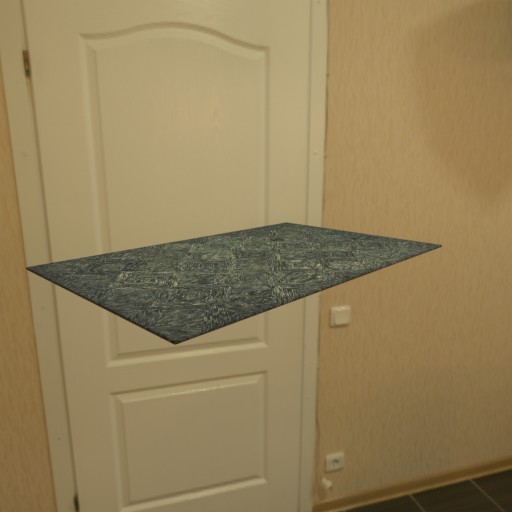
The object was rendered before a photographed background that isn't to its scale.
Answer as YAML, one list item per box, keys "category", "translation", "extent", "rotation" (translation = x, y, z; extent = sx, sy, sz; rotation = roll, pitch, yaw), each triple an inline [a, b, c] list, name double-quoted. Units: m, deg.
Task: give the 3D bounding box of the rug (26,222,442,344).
- category: "rug"
  translation: [0.000, 0.000, 2.890]
  extent: [1.478, 0.017, 2.330]
  rotation: [13, 18, 43]
